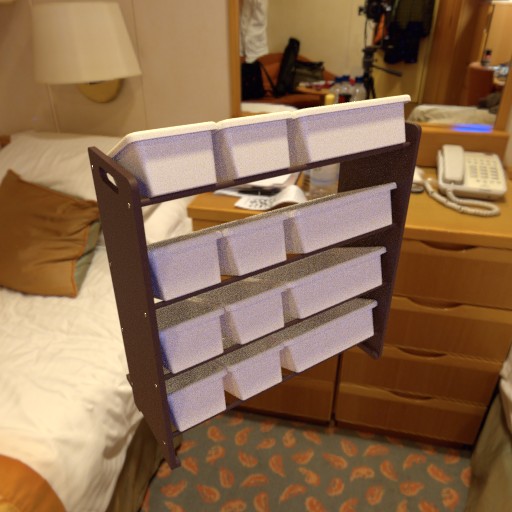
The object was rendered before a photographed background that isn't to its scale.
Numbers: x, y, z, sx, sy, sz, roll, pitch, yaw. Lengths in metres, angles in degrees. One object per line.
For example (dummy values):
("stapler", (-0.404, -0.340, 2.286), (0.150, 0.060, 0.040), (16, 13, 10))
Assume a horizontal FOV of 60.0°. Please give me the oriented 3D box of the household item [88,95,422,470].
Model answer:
("household item", (0.000, 0.000, 1.275), (0.787, 0.864, 0.389), (-18, 34, -29))
